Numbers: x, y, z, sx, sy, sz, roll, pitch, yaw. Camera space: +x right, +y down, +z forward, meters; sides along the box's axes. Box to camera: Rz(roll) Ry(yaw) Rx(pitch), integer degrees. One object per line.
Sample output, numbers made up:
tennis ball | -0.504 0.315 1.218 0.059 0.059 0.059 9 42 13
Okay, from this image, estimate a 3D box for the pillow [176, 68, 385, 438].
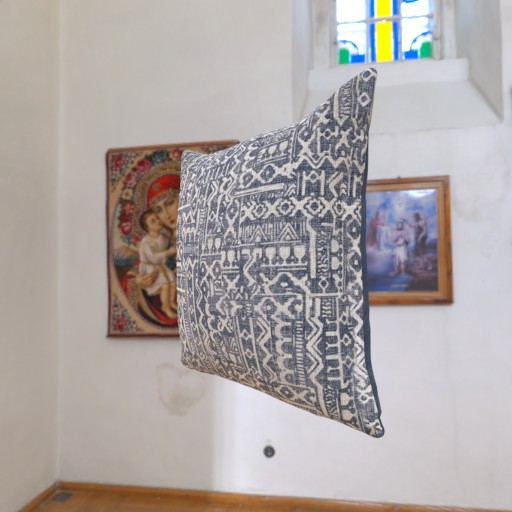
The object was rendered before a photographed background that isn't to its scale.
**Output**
pillow | 0.000 0.000 0.783 0.180 0.487 0.546 1 -1 -36
